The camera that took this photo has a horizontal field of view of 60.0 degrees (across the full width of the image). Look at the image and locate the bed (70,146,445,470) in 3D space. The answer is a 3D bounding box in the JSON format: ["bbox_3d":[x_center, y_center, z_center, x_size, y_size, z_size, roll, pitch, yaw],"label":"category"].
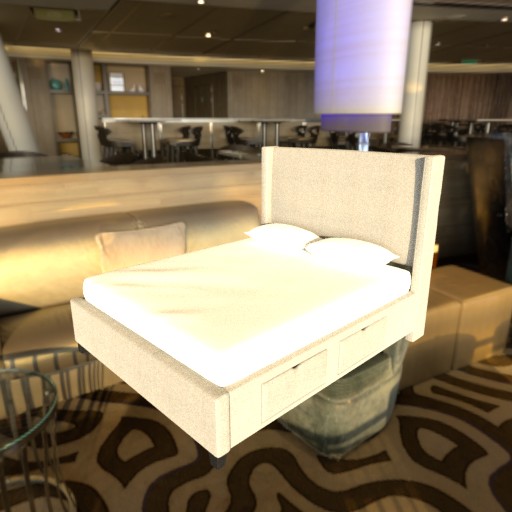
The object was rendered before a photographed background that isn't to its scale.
[{"bbox_3d":[0.000,0.000,3.389,2.222,1.491,1.774,-16,23,-42],"label":"bed"}]
